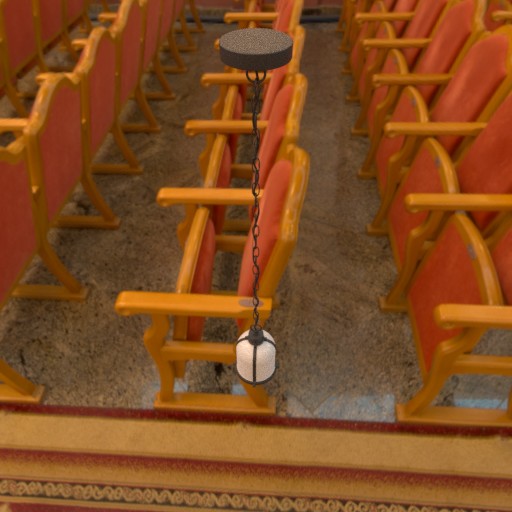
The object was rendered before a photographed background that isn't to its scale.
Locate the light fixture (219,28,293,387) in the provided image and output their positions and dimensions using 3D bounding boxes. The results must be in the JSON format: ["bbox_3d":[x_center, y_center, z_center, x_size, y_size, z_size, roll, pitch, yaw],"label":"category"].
[{"bbox_3d":[0.000,0.000,1.280,0.178,1.181,0.178,3,44,3],"label":"light fixture"}]
